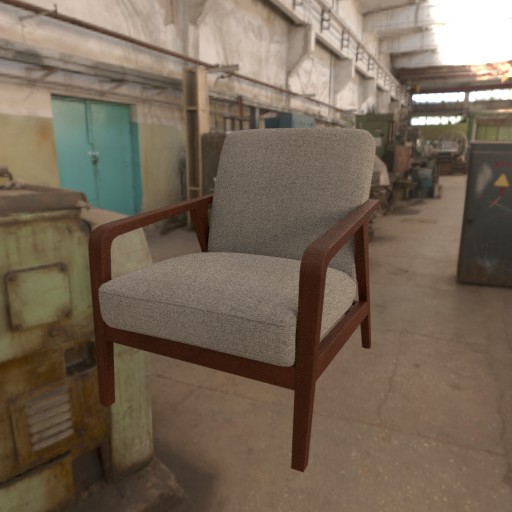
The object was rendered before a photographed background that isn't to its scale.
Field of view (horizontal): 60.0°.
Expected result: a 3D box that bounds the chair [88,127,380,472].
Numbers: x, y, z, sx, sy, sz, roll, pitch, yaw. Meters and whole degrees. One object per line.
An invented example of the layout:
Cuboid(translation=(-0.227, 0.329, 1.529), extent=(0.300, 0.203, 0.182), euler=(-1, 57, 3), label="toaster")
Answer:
Cuboid(translation=(0.000, 0.000, 1.489), extent=(0.704, 0.847, 0.858), euler=(7, 15, 25), label="chair")
